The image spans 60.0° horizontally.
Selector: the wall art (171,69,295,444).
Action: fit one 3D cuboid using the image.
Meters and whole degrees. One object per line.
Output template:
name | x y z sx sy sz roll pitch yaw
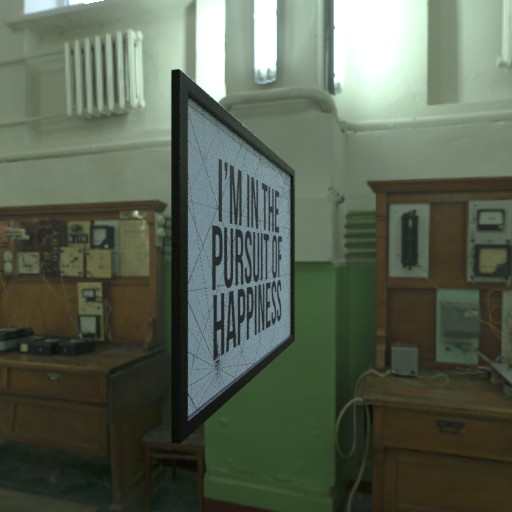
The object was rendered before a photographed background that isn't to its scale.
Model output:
wall art | 0.000 0.000 1.045 0.015 0.552 0.819 0 0 17
